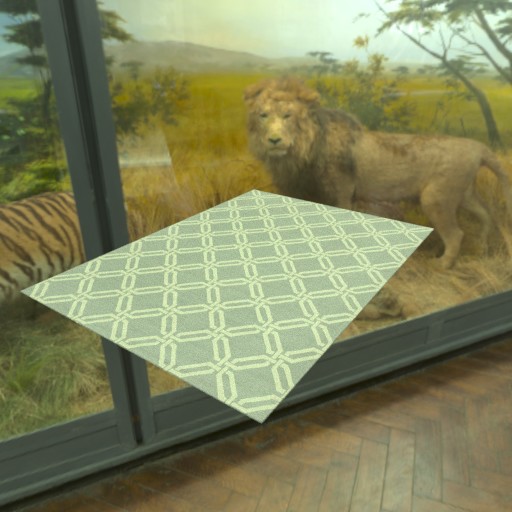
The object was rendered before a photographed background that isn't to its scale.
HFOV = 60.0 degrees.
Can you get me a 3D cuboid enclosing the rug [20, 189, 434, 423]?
[{"bbox_3d":[0.000,0.000,4.290,2.438,0.013,3.353,17,31,31],"label":"rug"}]
